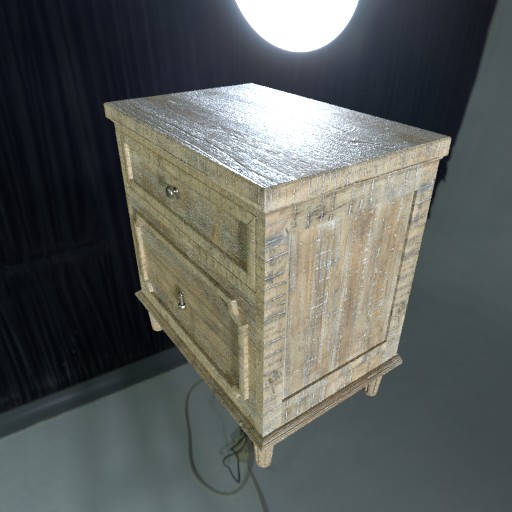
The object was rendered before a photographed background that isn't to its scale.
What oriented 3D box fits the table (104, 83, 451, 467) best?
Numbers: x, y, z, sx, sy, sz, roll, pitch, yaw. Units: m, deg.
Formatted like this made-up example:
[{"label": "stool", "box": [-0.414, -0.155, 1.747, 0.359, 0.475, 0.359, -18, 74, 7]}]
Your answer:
[{"label": "table", "box": [0.000, 0.000, 1.160, 0.457, 0.711, 0.686, -20, 37, -30]}]
